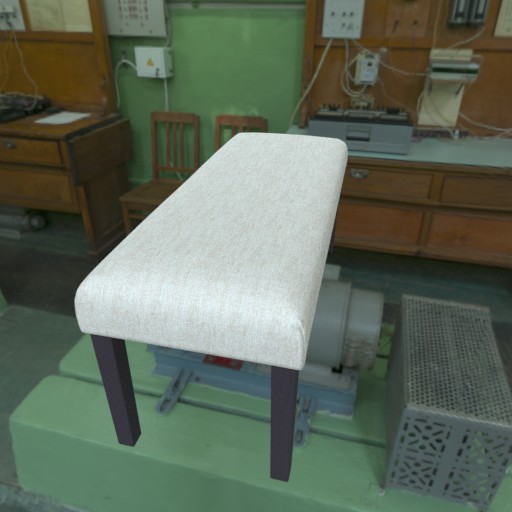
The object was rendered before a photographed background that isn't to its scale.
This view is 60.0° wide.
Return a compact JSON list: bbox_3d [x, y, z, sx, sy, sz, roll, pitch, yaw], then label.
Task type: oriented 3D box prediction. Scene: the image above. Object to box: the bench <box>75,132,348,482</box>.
[{"bbox_3d":[0.000,0.000,1.226,0.407,0.456,1.013,7,31,12],"label":"bench"}]
